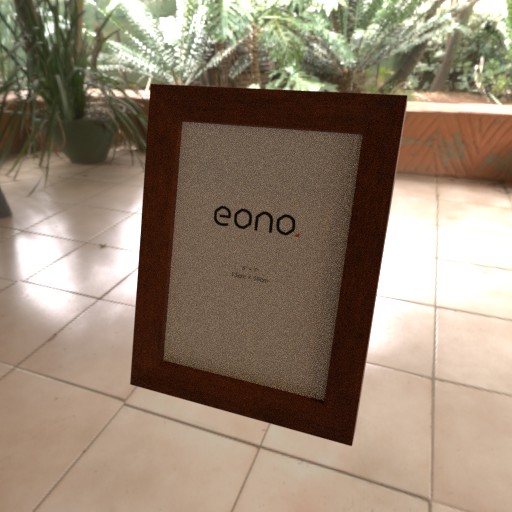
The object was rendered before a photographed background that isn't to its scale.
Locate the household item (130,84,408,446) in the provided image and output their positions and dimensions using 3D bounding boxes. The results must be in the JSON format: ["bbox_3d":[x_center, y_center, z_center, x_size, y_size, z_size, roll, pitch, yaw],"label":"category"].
[{"bbox_3d":[0.000,0.000,0.294,0.160,0.204,0.096,9,29,17],"label":"household item"}]
